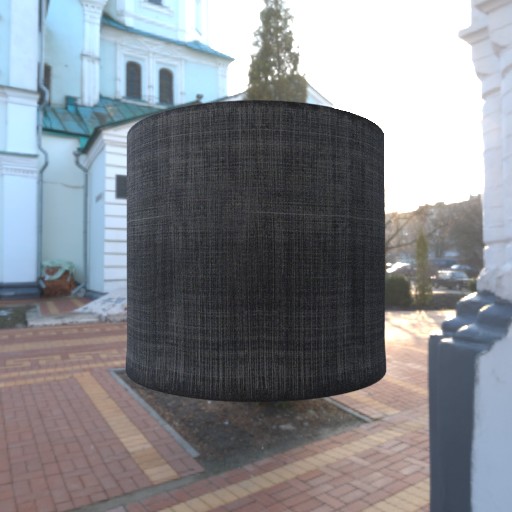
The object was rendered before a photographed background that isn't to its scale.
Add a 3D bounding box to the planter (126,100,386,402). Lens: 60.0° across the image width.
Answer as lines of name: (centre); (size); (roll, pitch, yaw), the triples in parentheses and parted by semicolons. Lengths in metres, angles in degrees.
planter: (0.000, 0.000, 0.316); (0.178, 0.157, 0.178); (0, -1, 0)
